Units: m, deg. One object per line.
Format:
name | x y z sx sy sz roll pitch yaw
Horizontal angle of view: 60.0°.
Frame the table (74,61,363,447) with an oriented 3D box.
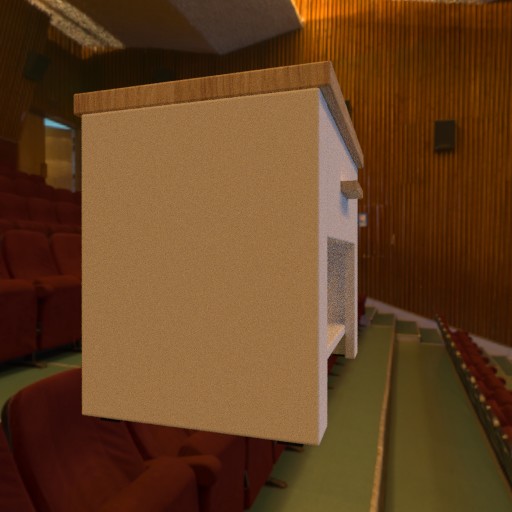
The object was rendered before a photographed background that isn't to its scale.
table | 0.000 0.000 0.784 0.360 0.440 0.500 0 0 18
